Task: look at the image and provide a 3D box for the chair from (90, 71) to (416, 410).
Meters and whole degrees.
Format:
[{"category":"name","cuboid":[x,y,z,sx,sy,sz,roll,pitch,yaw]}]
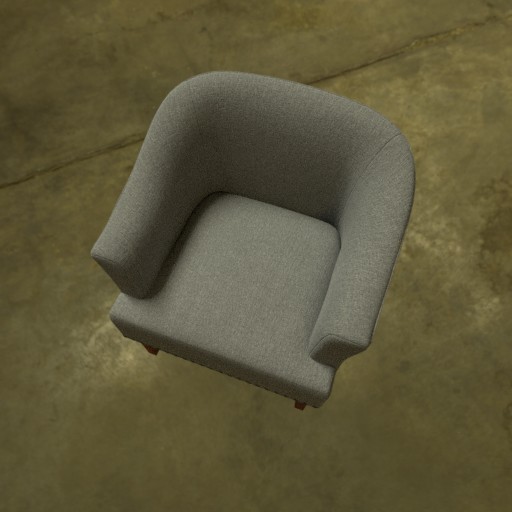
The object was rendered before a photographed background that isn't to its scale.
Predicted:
[{"category":"chair","cuboid":[0.000,0.000,1.430,0.798,0.815,0.704,18,61,10]}]
